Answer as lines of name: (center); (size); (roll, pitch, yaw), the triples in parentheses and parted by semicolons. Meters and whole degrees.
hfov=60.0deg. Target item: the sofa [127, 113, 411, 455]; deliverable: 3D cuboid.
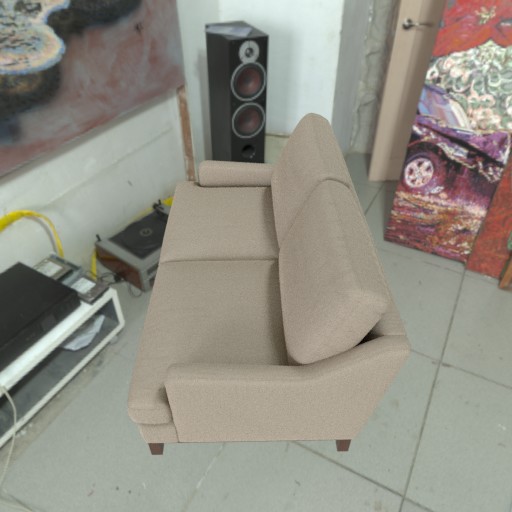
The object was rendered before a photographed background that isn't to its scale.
sofa: (0.000, 0.000, 2.209); (1.004, 0.910, 1.619); (-1, 40, -1)
